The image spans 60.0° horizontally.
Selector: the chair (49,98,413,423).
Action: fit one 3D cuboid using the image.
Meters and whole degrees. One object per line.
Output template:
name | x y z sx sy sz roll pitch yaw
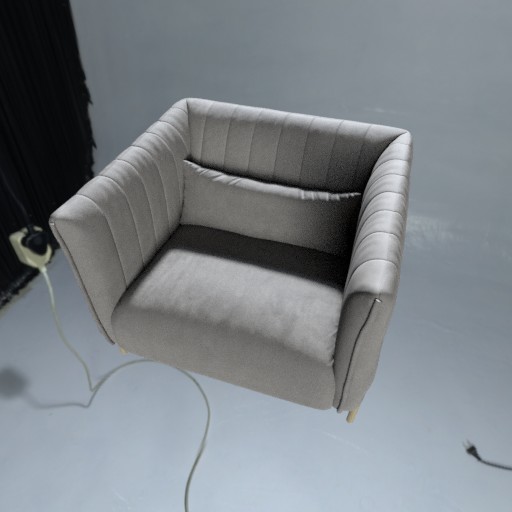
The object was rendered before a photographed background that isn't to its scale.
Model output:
chair | 0.000 0.000 1.633 0.981 0.779 0.873 13 44 14
